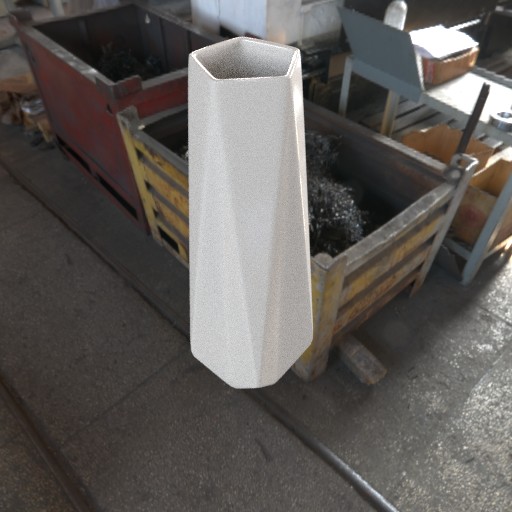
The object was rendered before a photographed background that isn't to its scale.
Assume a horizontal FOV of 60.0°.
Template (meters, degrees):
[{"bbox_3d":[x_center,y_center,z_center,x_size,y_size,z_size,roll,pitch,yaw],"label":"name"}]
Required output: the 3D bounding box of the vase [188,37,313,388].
[{"bbox_3d":[0.000,0.000,0.377,0.116,0.329,0.122,8,46,8],"label":"vase"}]
